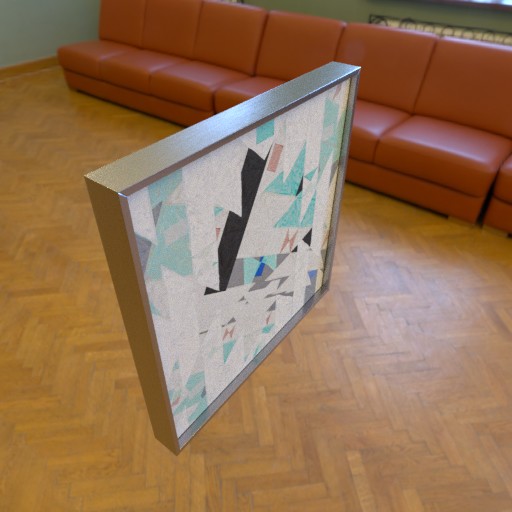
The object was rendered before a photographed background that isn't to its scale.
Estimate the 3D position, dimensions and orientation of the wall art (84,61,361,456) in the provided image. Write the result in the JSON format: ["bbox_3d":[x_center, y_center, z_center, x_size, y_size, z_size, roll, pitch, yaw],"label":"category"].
[{"bbox_3d":[0.000,0.000,0.518,0.038,0.350,0.350,25,45,28],"label":"wall art"}]
